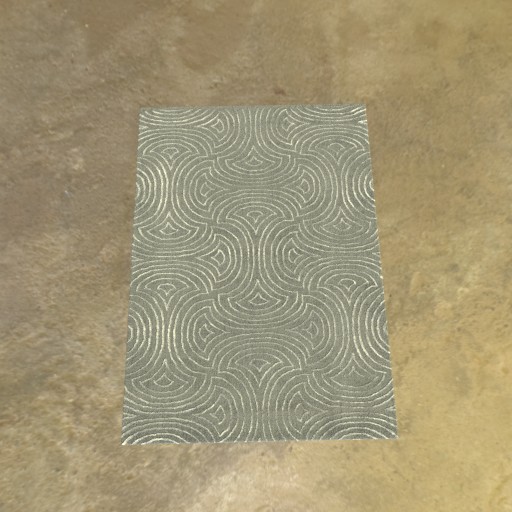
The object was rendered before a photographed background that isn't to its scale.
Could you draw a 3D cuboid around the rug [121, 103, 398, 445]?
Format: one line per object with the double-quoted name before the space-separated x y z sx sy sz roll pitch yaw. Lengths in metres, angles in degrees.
"rug" 0.000 0.000 2.753 1.543 0.015 2.144 -1 74 0
